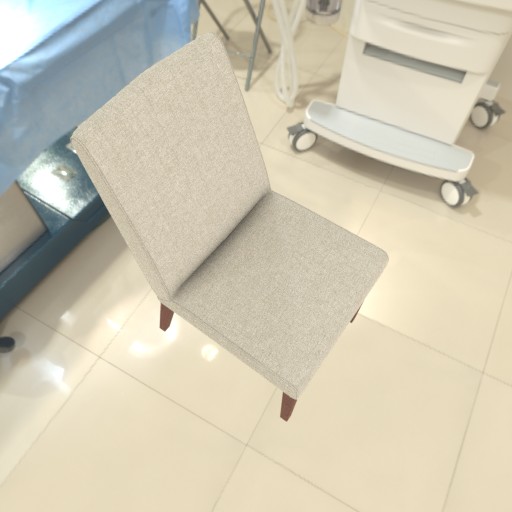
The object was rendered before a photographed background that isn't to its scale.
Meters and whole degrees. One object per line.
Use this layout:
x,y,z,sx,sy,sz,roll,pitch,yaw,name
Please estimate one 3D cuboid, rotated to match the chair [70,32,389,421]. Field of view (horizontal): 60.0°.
0.000,0.000,1.202,0.594,0.900,0.480,32,63,18,chair
